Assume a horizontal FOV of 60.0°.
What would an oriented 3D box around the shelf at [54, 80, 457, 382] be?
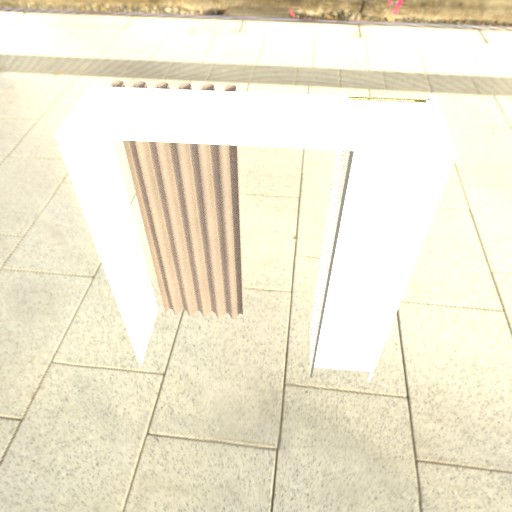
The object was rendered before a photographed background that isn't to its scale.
[{"bbox_3d":[0.000,0.000,2.579,1.600,1.820,0.500,3,46,3],"label":"shelf"}]
